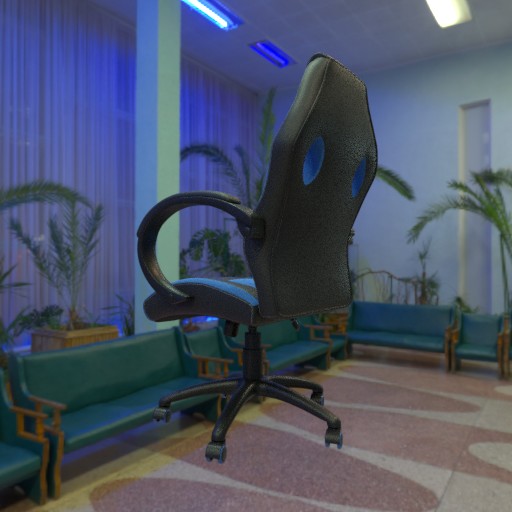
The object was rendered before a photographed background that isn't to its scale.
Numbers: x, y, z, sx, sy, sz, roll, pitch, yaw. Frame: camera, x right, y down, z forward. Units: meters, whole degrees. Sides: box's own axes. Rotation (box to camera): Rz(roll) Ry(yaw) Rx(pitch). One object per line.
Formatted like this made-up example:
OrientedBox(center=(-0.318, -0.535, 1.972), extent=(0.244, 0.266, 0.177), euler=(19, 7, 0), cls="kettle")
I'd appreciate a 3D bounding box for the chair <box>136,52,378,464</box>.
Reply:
OrientedBox(center=(0.000, 0.000, 1.568), extent=(0.724, 1.187, 0.673), euler=(0, -1, 37), cls="chair")
